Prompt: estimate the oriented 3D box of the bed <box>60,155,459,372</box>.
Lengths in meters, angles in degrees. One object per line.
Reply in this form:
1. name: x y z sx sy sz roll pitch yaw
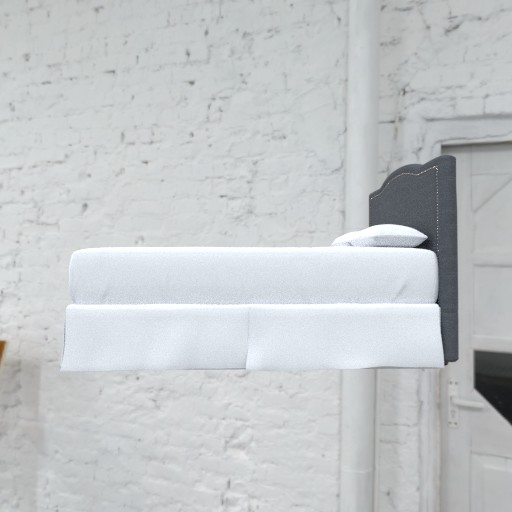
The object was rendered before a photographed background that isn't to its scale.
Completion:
1. bed: 0.000 0.000 3.583 2.507 1.441 1.747 0 -1 -1
